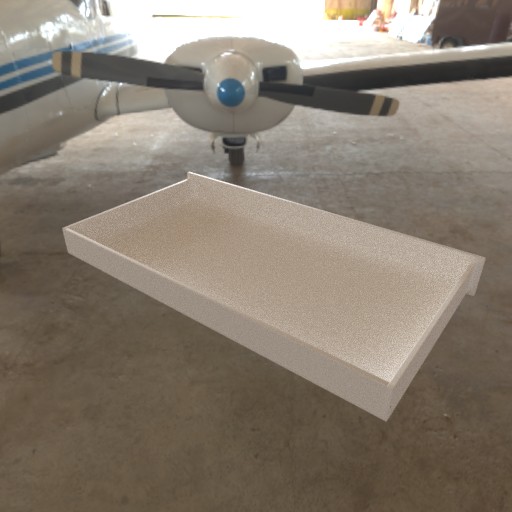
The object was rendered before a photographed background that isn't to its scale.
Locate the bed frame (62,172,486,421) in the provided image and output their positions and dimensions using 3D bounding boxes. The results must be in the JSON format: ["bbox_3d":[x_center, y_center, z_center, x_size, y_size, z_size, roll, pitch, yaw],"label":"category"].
[{"bbox_3d":[0.000,0.000,1.534,1.300,0.141,0.670,21,36,32],"label":"bed frame"}]
